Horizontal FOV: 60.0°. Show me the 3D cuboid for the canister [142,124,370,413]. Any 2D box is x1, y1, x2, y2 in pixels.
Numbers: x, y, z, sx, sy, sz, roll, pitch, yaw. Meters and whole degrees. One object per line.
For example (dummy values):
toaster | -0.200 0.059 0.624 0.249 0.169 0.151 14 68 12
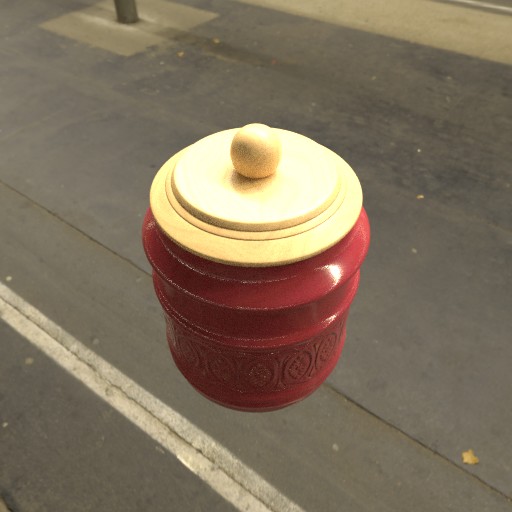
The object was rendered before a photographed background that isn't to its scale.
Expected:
canister | 0.000 0.000 0.276 0.130 0.176 0.130 0 46 0
